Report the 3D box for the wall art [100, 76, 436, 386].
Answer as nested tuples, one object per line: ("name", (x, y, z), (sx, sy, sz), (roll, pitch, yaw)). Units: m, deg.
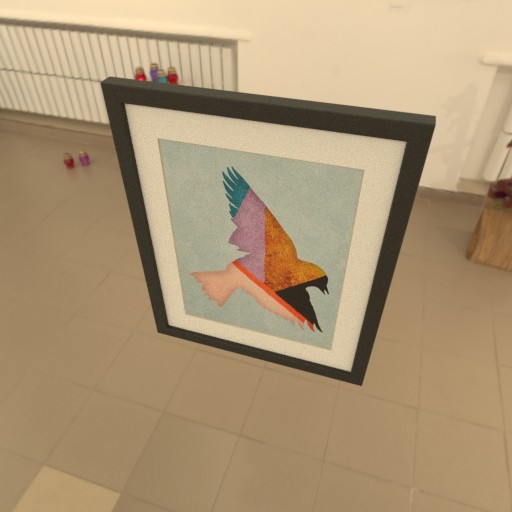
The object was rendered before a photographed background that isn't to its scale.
("wall art", (0.000, 0.000, 0.771), (0.457, 0.558, 0.028), (12, 43, 13))
